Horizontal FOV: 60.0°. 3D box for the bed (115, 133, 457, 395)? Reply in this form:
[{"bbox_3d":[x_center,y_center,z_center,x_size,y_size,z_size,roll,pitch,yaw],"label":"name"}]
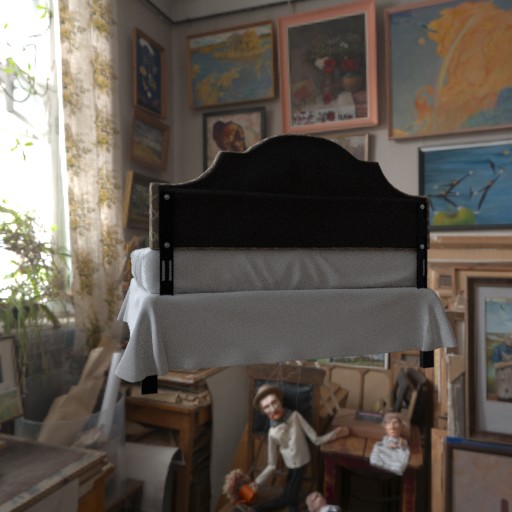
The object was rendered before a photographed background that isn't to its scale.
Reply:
[{"bbox_3d":[0.000,0.000,3.805,2.314,1.601,2.222,0,0,-18],"label":"bed"}]
